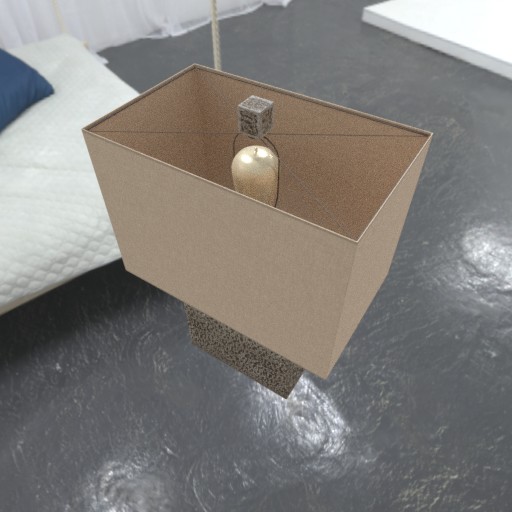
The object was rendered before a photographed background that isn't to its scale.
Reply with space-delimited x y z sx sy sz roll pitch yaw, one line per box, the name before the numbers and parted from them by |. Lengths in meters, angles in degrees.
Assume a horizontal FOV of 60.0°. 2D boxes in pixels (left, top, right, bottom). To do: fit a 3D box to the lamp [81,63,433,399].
lamp | 0.000 0.000 0.561 0.294 0.411 0.180 25 51 22
